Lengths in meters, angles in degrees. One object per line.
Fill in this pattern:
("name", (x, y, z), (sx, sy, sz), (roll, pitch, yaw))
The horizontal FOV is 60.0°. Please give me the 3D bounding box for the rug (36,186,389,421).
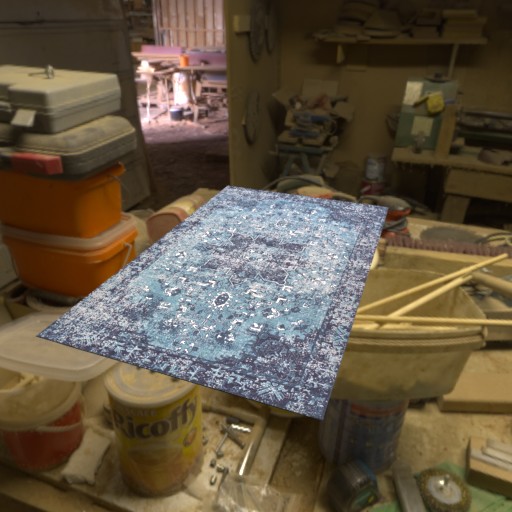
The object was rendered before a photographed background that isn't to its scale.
("rug", (0.000, 0.000, 3.066), (1.525, 0.007, 2.440), (10, 31, 18))
